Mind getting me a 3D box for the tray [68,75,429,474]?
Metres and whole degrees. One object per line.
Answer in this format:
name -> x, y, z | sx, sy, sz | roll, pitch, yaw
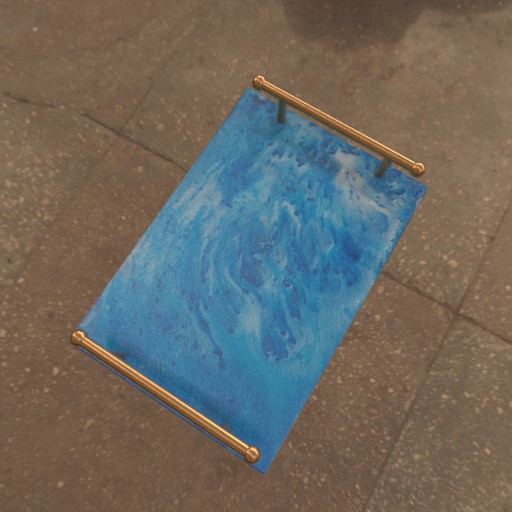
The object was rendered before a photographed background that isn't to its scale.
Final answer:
tray -> 0.000, 0.000, 0.577 | 0.304, 0.084, 0.444 | 31, 78, 7
